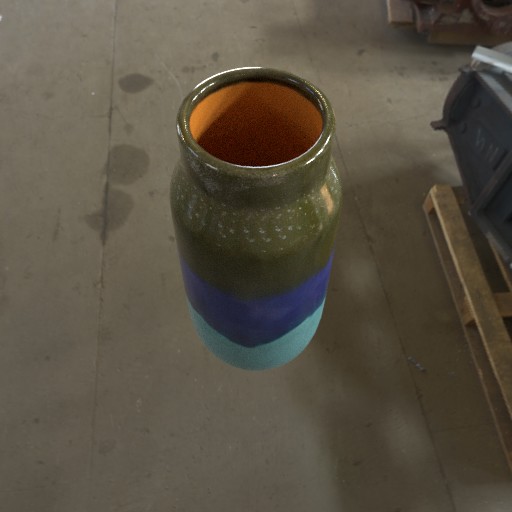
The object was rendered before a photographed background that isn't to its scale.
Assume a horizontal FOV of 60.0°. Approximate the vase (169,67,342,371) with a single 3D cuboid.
[{"bbox_3d":[0.000,0.000,0.389,0.139,0.313,0.139,0,58,0],"label":"vase"}]
